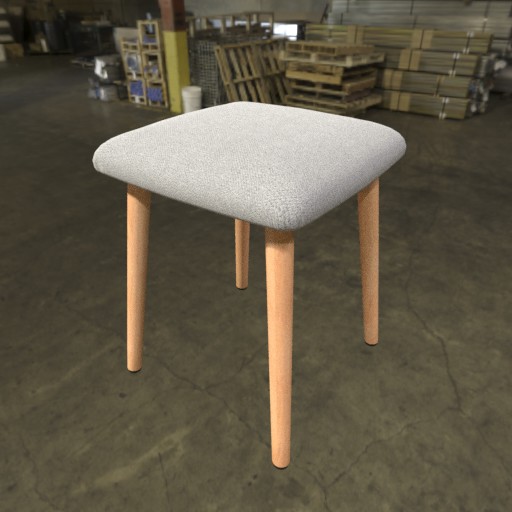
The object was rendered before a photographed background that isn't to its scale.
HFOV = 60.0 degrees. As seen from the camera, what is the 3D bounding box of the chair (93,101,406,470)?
[{"bbox_3d":[0.000,0.000,0.728,0.350,0.440,0.350,21,37,30],"label":"chair"}]
